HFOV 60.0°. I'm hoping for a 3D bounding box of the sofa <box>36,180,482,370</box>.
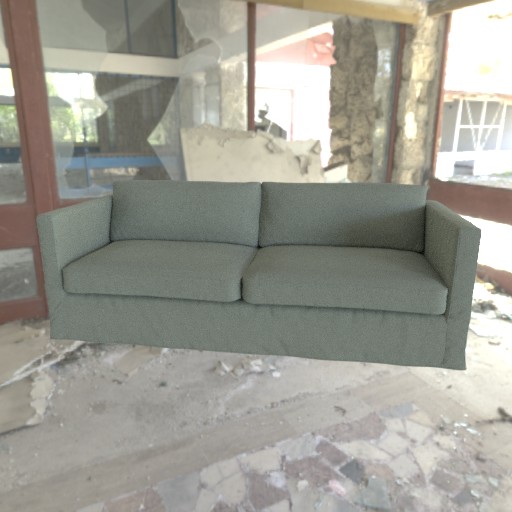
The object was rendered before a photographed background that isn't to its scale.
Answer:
[{"bbox_3d":[0.000,0.000,2.720,2.312,0.853,0.962,2,16,9],"label":"sofa"}]
